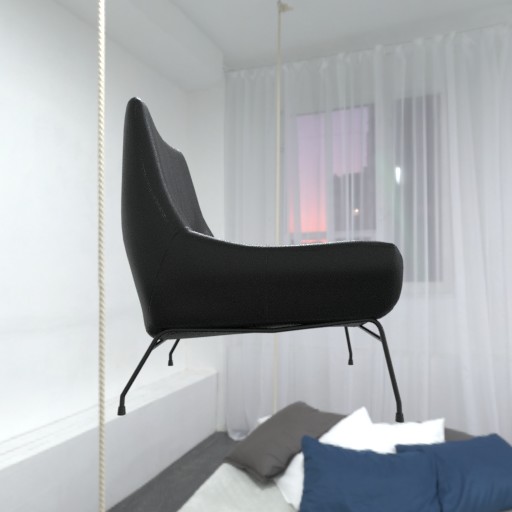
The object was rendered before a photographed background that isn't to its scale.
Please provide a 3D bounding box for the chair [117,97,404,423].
[{"bbox_3d":[0.000,0.000,1.588,0.826,0.922,0.836,0,-2,1],"label":"chair"}]
